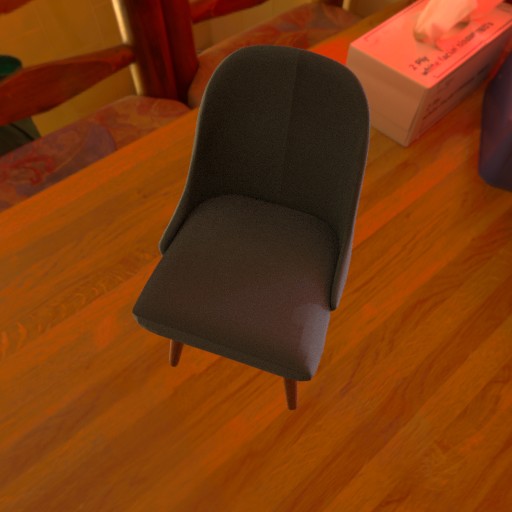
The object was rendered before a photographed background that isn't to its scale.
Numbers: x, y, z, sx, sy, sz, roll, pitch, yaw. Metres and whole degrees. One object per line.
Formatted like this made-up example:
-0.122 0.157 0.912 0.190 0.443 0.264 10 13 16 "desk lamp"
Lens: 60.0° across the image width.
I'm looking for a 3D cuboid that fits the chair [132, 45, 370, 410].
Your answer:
0.000 0.000 1.224 0.503 0.882 0.589 17 60 10 "chair"
